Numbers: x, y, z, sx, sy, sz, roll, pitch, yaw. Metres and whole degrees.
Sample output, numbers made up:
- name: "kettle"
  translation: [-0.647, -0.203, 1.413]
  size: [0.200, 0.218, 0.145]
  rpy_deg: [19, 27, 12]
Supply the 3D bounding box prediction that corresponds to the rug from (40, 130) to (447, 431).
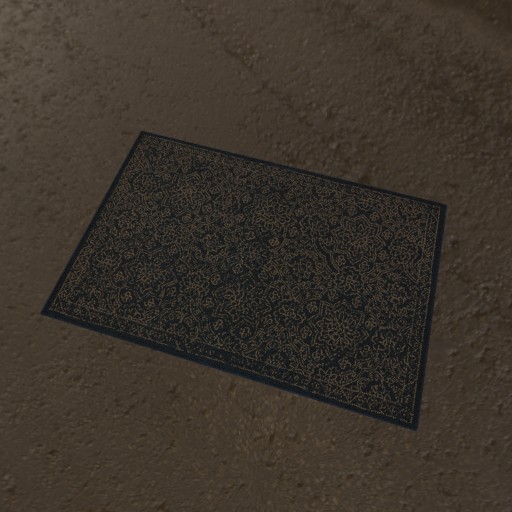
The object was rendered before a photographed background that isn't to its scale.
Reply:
- name: "rug"
  translation: [0.000, 0.000, 2.295]
  size: [1.829, 0.010, 1.219]
  rpy_deg: [15, 64, 8]
